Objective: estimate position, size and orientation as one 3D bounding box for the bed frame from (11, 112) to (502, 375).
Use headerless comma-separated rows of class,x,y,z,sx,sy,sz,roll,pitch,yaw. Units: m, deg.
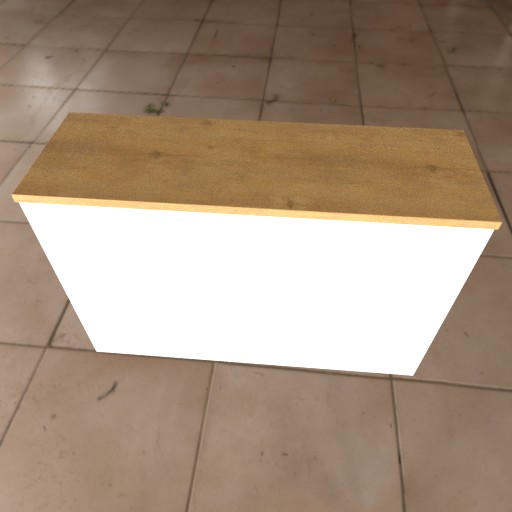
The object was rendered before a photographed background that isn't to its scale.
bed frame,0.000,0.000,1.626,1.300,0.850,0.430,4,48,3
